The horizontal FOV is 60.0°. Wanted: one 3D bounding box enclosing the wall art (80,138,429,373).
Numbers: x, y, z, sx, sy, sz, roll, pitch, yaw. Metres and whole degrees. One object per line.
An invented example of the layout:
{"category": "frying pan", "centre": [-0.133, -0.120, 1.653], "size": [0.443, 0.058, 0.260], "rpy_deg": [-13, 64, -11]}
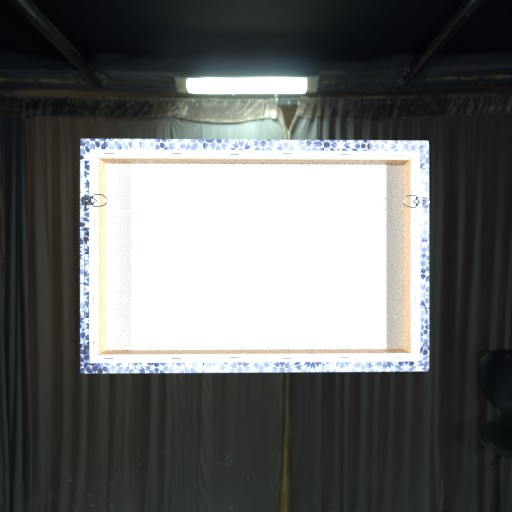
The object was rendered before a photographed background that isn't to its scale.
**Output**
{"category": "wall art", "centre": [0.000, 0.000, 1.179], "size": [0.911, 0.608, 0.057], "rpy_deg": [0, 0, -1]}
